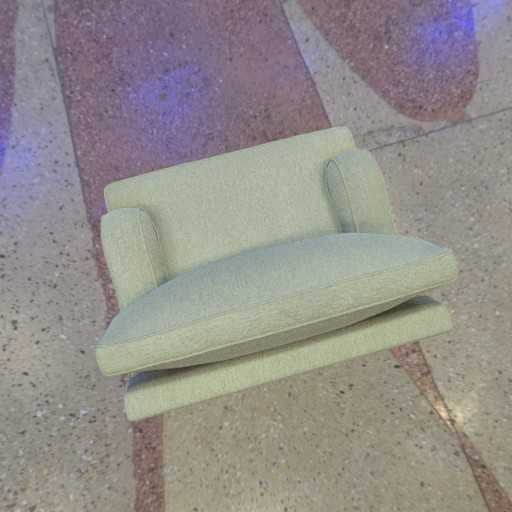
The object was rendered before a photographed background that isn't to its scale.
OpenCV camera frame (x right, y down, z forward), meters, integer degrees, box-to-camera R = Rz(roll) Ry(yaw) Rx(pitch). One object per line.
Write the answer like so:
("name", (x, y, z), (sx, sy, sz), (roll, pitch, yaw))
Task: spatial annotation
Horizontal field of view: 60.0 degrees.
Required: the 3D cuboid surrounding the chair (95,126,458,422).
("chair", (0.000, 0.000, 1.942), (1.220, 1.016, 1.041), (-15, 77, -4))
